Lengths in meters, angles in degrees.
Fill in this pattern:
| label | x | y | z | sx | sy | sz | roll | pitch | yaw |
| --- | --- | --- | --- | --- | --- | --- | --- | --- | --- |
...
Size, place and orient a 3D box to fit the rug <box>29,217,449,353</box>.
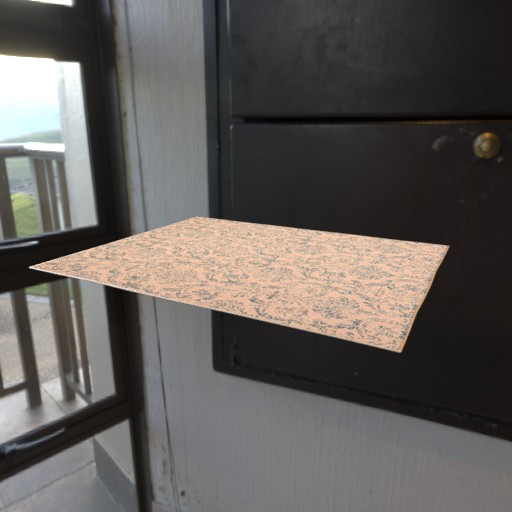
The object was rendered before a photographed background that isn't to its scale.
| label | x | y | z | sx | sy | sz | roll | pitch | yaw |
| --- | --- | --- | --- | --- | --- | --- | --- | --- | --- |
| rug | 0.000 | 0.000 | 3.968 | 2.980 | 0.012 | 2.363 | 9 | 19 | 27 |
